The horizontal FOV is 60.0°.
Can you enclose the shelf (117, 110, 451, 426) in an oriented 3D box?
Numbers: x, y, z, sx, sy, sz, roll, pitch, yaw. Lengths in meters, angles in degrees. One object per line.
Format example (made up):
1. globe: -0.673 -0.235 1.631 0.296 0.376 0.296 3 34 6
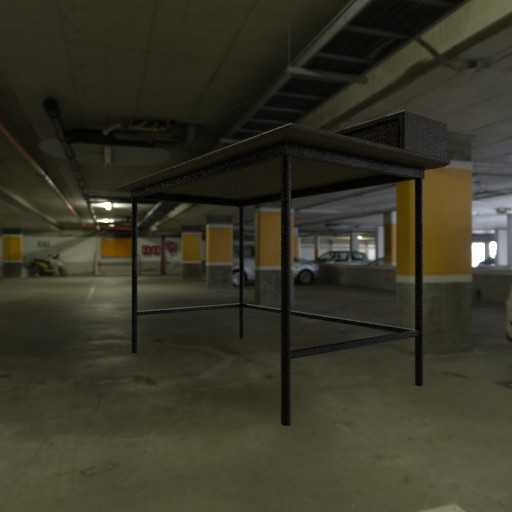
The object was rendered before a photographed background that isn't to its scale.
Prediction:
1. shelf: 0.000 0.000 1.732 0.685 0.865 1.212 0 0 -36
